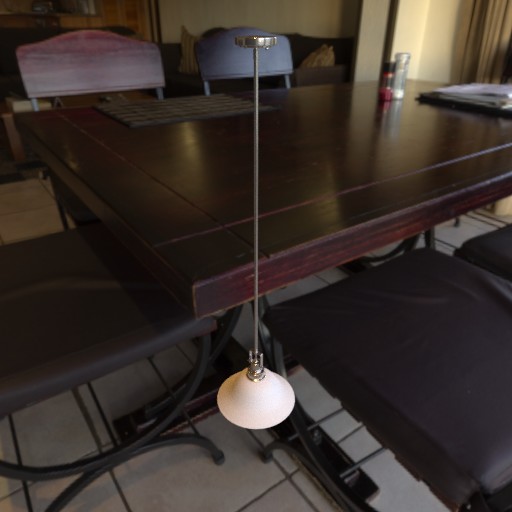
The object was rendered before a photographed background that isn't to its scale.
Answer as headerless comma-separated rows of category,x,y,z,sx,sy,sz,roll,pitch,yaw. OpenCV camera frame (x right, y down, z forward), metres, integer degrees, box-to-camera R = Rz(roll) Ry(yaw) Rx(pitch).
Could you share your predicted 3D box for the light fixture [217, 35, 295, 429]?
light fixture,0.000,0.000,1.524,0.324,1.354,0.324,19,35,31
